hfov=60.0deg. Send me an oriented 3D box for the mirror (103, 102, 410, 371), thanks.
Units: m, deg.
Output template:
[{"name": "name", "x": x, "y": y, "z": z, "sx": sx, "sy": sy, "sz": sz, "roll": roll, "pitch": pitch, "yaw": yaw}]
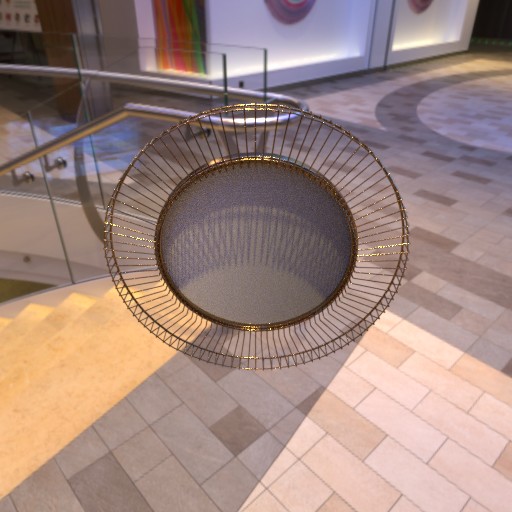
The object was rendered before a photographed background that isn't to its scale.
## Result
[{"name": "mirror", "x": 0.000, "y": 0.000, "z": 1.055, "sx": 0.703, "sy": 0.703, "sz": 0.067, "roll": 1, "pitch": 32, "yaw": 1}]
